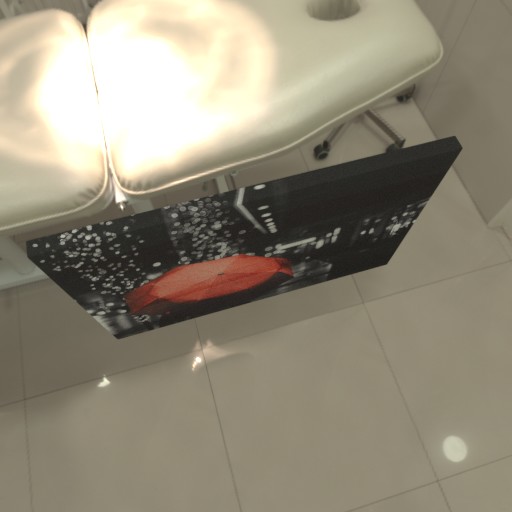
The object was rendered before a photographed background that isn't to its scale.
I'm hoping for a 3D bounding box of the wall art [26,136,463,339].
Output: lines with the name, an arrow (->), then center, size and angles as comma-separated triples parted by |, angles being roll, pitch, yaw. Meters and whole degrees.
wall art -> 0.000, 0.000, 1.175 | 0.914, 0.609, 0.038 | -15, 66, -7
